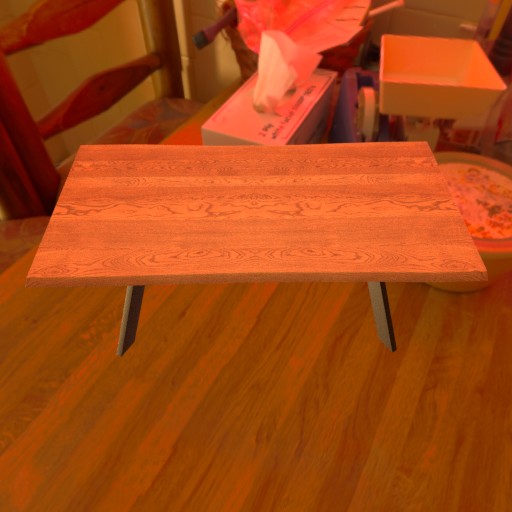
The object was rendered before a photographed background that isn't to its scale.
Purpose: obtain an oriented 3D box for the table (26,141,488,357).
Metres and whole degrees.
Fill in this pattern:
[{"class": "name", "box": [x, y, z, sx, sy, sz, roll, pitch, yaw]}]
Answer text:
[{"class": "table", "box": [0.000, 0.000, 2.280, 1.800, 0.770, 0.900, -1, 49, -1]}]
